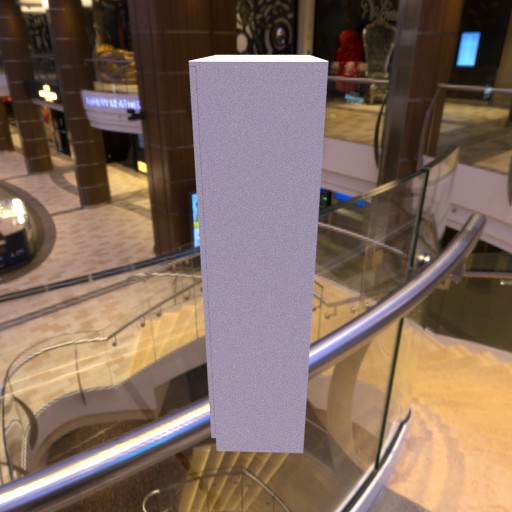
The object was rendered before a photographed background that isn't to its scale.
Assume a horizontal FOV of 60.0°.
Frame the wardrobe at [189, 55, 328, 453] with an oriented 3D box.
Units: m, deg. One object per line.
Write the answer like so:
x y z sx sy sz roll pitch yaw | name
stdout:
0.000 0.000 2.080 0.470 1.700 0.760 1 26 2 | wardrobe
